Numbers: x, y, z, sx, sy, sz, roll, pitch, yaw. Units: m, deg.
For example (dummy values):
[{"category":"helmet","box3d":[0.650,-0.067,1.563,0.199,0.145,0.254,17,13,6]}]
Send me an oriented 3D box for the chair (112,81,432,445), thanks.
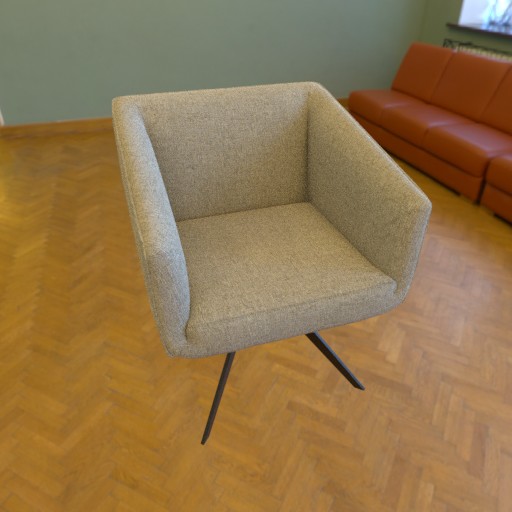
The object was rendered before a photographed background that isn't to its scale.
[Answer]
[{"category":"chair","box3d":[0.000,0.000,1.226,0.628,0.760,0.623,-11,35,-16]}]
